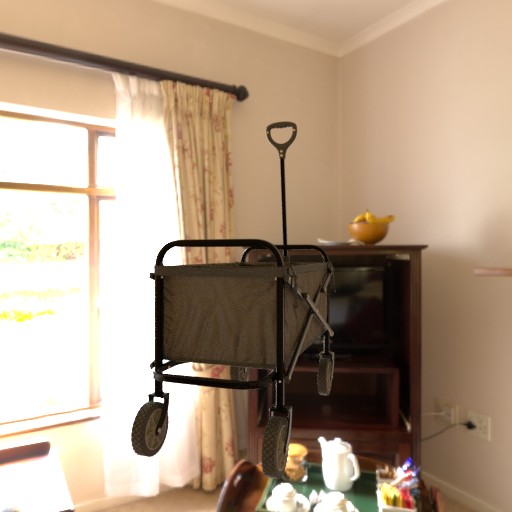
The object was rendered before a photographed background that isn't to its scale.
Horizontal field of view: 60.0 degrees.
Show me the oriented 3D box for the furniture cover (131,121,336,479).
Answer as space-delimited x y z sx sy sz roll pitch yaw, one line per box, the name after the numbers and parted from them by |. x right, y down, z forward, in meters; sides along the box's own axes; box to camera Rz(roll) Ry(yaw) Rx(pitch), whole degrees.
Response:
0.000 0.000 1.790 0.532 1.295 1.038 0 0 19 | furniture cover
